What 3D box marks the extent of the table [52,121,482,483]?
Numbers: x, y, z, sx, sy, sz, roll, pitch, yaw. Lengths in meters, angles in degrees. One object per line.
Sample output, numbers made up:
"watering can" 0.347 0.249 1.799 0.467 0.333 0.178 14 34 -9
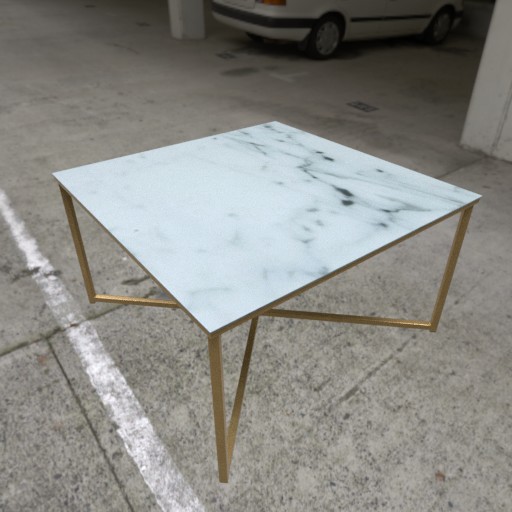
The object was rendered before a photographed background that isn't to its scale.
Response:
"table" 0.000 0.000 1.280 0.800 0.450 0.800 -23 40 -31
